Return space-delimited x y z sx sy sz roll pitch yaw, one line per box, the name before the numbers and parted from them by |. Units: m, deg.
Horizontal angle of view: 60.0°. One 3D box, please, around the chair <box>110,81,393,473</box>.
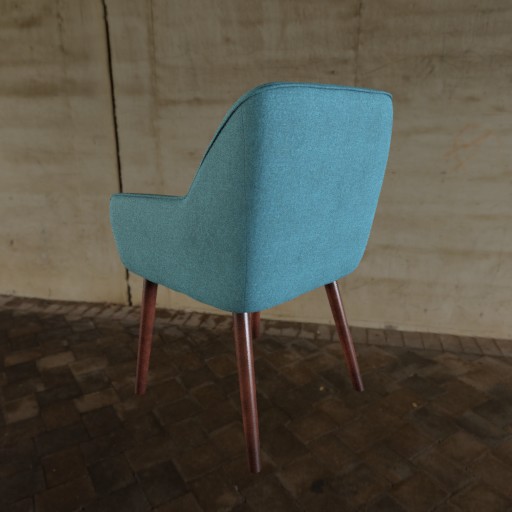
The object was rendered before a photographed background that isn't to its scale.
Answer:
chair | 0.000 0.000 1.148 0.519 0.803 0.543 16 23 42
